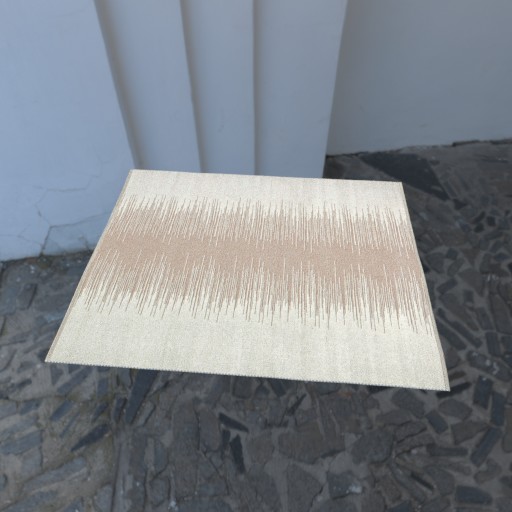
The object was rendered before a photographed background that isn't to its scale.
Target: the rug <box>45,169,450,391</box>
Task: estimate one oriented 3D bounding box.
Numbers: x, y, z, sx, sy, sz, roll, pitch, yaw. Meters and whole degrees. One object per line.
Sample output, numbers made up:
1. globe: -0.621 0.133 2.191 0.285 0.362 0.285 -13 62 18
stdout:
1. rug: 0.000 0.000 4.119 3.048 0.013 2.438 3 47 3
